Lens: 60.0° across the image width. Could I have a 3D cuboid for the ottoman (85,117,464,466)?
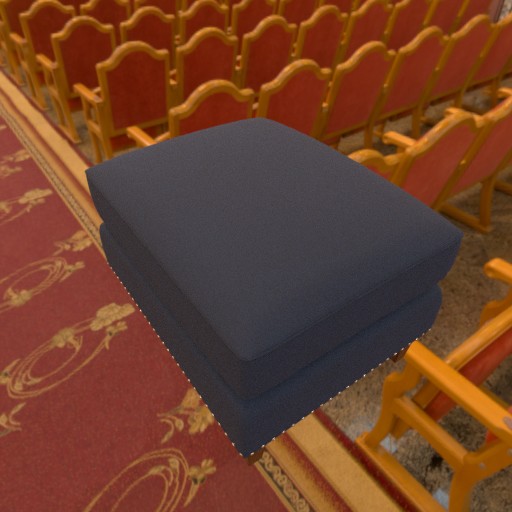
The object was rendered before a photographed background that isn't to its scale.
[{"bbox_3d":[0.000,0.000,1.140,0.584,0.513,0.741,-25,46,-26],"label":"ottoman"}]
